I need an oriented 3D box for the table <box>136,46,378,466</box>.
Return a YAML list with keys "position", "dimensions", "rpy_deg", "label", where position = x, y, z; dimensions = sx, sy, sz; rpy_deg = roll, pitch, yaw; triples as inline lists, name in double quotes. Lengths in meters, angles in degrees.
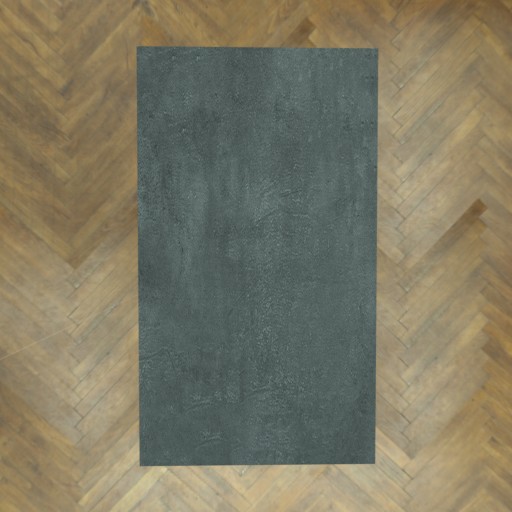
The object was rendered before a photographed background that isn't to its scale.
- position: [0.000, 0.000, 0.916]
  dimensions: [0.400, 0.350, 0.700]
  rpy_deg: [0, 92, -1]
  label: "table"
